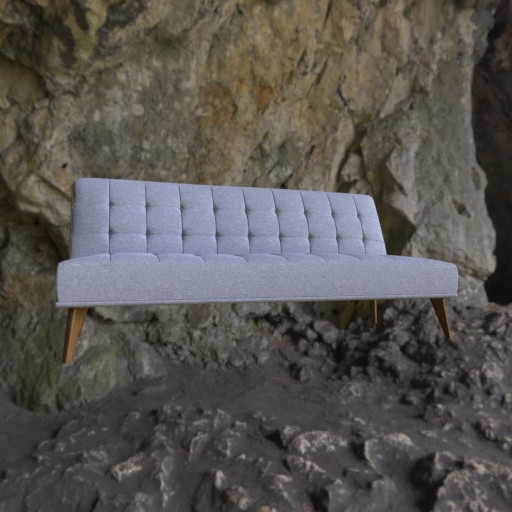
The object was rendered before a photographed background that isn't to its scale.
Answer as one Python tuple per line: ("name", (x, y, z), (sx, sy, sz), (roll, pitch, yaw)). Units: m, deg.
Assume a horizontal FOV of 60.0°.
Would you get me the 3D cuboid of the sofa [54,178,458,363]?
("sofa", (0.000, 0.000, 2.265), (1.800, 0.810, 0.860), (1, -2, -19))
